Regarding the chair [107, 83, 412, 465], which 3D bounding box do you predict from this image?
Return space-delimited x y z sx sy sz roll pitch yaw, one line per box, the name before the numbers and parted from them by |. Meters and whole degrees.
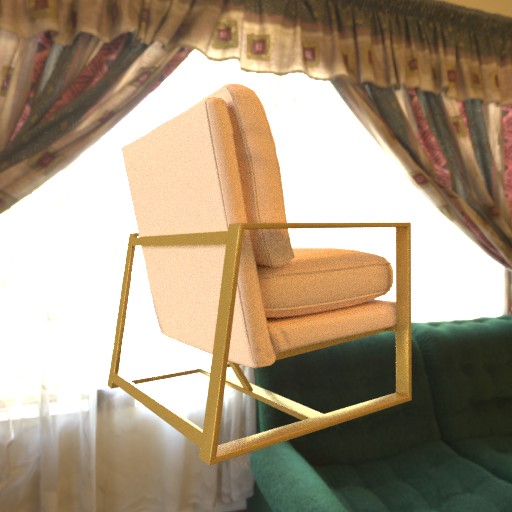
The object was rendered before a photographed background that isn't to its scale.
chair | 0.000 0.000 1.560 0.813 0.956 0.758 0 1 -36
